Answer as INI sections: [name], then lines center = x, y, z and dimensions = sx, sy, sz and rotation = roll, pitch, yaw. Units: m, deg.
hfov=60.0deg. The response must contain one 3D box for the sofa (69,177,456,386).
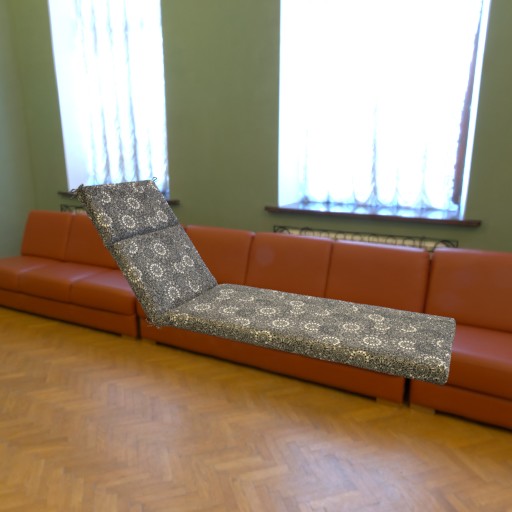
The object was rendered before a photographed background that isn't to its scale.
[sofa]
center = 0.000, 0.000, 1.974
dimensions = 1.663, 0.622, 0.582
rotation = 7, 15, 26
